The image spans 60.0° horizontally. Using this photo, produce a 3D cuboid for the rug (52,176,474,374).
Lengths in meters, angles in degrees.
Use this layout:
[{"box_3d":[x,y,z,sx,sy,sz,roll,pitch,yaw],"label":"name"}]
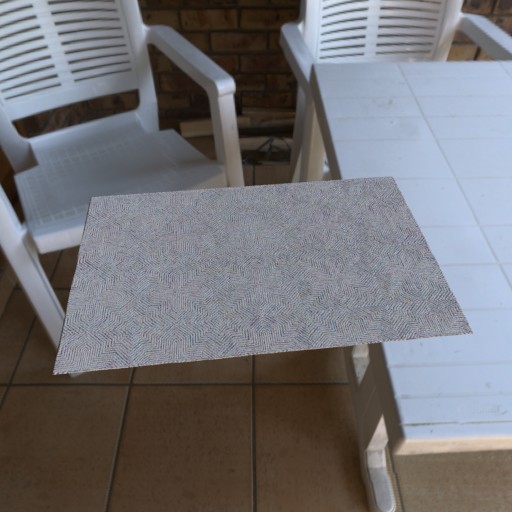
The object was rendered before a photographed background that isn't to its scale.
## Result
[{"box_3d":[0.000,0.000,3.042,2.428,0.007,1.519,-5,48,-4],"label":"rug"}]
